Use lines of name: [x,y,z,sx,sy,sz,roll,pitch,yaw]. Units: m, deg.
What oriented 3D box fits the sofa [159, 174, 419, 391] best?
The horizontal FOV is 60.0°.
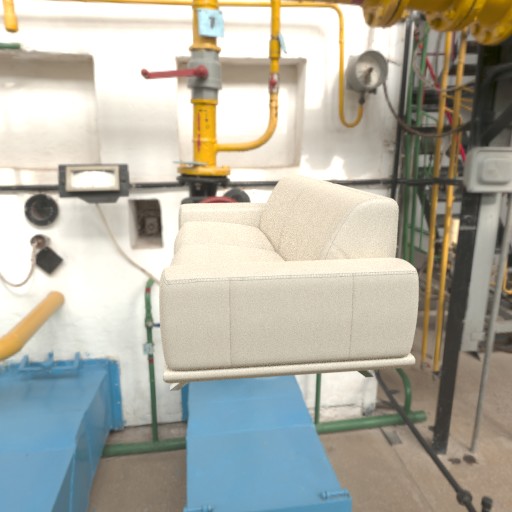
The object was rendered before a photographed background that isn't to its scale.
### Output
sofa: [0.000,0.000,2.364,0.900,0.772,1.901,-2,14,-7]
